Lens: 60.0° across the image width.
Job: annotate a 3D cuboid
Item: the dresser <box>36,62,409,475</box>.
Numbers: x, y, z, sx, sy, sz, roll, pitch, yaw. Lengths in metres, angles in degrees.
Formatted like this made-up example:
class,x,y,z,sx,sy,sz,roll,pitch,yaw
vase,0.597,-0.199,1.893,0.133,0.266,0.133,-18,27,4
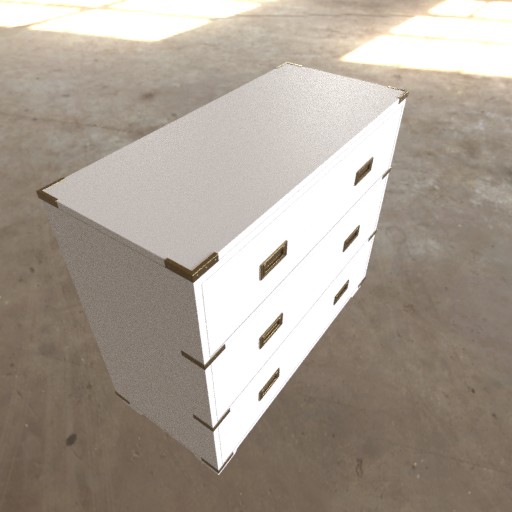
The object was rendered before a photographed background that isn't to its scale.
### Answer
class,x,y,z,sx,sy,sz,roll,pitch,yaw
dresser,0.000,0.000,1.483,0.460,0.891,1.022,25,48,26
